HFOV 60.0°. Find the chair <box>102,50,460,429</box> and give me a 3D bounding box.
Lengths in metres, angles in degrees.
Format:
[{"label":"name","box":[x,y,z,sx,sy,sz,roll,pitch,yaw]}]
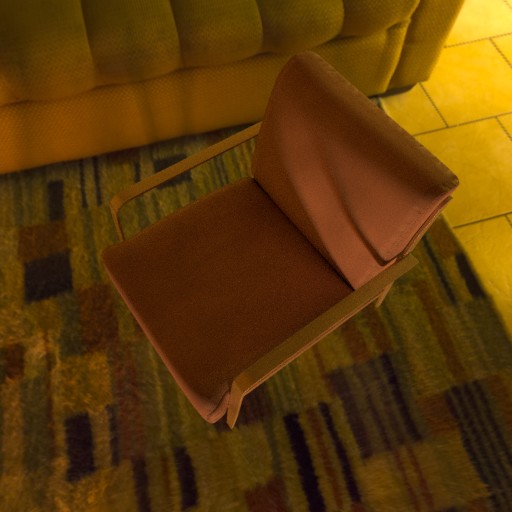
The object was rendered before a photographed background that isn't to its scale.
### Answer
[{"label":"chair","box":[0.000,0.000,1.448,0.848,0.823,0.701,-33,68,-15]}]
